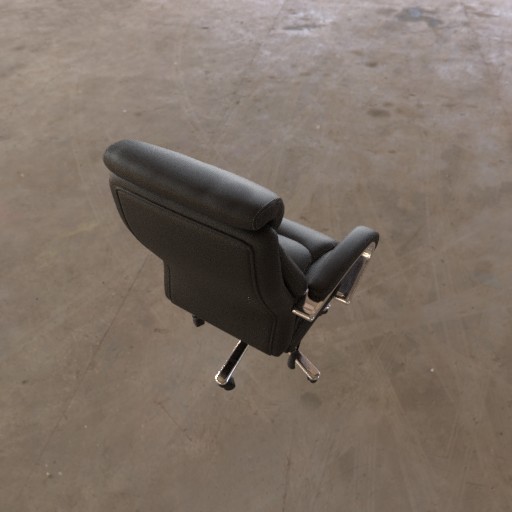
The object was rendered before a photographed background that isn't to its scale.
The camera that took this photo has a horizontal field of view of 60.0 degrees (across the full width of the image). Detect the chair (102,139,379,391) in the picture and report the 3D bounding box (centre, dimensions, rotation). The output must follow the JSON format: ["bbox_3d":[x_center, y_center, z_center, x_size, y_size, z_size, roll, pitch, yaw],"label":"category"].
[{"bbox_3d":[0.000,0.000,1.683,0.755,1.183,0.790,24,50,22],"label":"chair"}]
